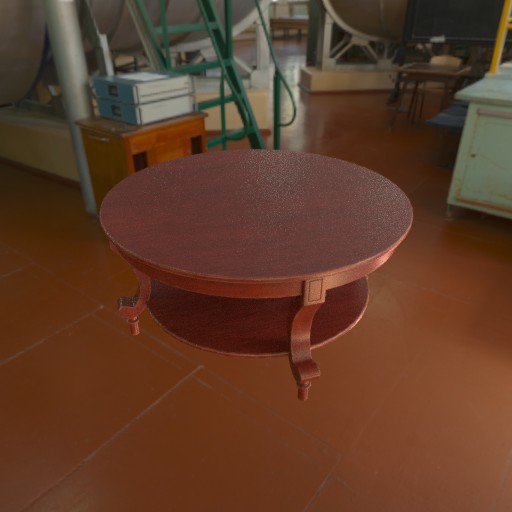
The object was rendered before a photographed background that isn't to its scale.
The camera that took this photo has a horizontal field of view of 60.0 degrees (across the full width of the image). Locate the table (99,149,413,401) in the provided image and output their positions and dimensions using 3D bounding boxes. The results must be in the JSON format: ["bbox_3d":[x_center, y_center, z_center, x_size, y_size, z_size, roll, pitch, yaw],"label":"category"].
[{"bbox_3d":[0.000,0.000,1.634,1.029,0.486,1.029,0,31,0],"label":"table"}]
